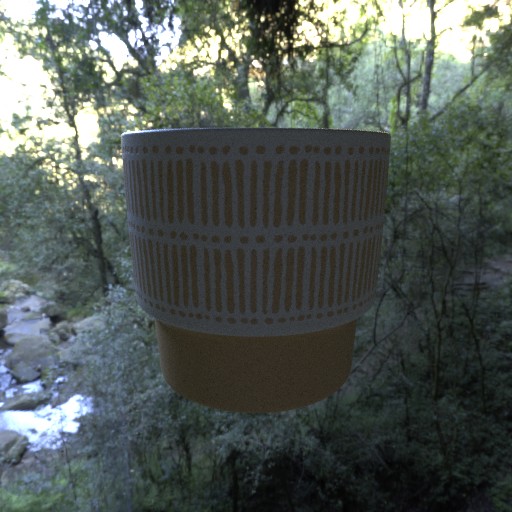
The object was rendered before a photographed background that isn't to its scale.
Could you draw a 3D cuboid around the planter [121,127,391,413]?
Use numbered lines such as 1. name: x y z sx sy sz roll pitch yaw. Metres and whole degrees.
1. planter: 0.000 0.000 0.574 0.317 0.303 0.317 0 13 0
